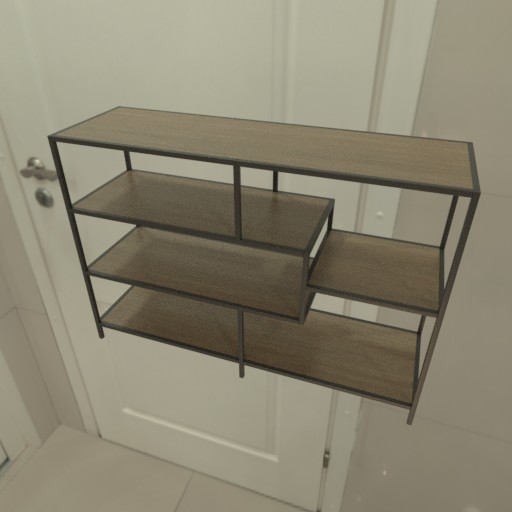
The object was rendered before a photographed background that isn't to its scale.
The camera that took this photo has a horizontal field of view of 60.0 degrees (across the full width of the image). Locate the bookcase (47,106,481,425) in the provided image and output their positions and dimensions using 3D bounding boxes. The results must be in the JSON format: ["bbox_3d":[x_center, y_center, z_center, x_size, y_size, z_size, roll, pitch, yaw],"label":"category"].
[{"bbox_3d":[0.000,0.000,1.450,1.140,0.780,0.350,11,34,16],"label":"bookcase"}]
